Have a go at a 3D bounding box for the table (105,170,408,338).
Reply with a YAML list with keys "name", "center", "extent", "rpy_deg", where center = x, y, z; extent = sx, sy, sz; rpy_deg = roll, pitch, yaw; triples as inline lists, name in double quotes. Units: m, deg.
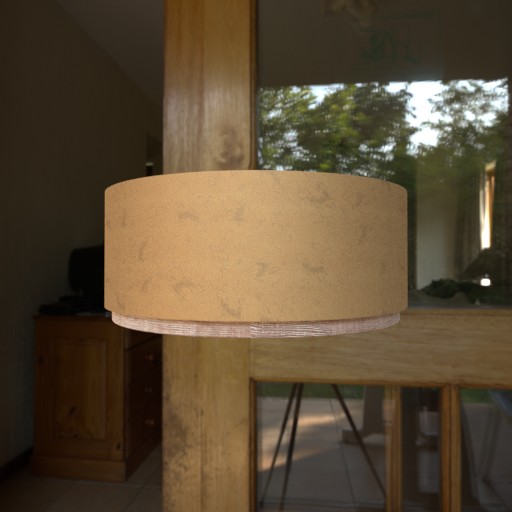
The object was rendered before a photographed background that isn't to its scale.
- name: "table"
  center: [0.000, 0.000, 1.548]
  extent: [1.001, 0.409, 1.001]
  rpy_deg: [0, -1, 0]
